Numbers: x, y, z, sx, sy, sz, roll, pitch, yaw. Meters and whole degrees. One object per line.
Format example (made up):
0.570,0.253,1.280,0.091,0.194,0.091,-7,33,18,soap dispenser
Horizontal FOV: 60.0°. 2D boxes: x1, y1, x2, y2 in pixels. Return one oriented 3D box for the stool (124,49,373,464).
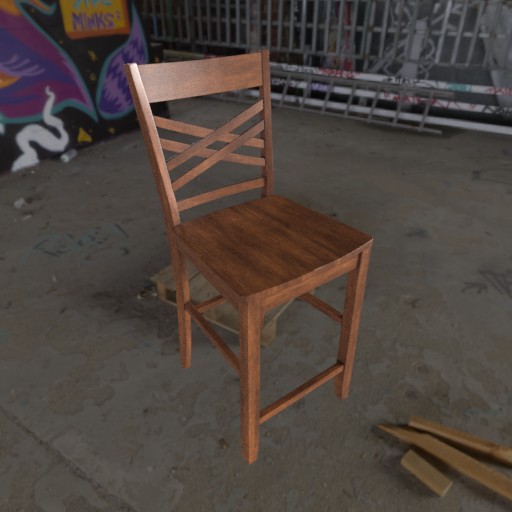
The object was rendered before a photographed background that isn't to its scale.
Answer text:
0.000,0.000,1.358,0.462,1.079,0.539,-22,38,-31,stool
